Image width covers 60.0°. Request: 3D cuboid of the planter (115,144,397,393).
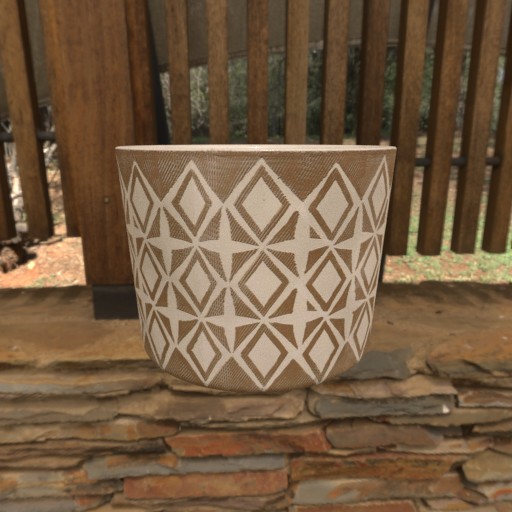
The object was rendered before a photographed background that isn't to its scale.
[{"bbox_3d":[0.000,0.000,0.456,0.260,0.220,0.260,0,15,0],"label":"planter"}]
